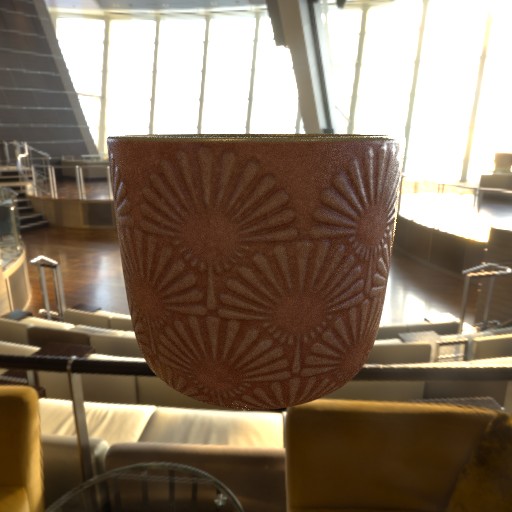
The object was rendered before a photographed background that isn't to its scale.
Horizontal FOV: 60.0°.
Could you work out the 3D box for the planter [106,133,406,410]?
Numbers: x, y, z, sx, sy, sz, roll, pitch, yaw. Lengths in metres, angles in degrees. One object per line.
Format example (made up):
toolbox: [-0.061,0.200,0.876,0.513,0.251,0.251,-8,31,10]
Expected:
planter: [0.000,0.000,0.207,0.124,0.109,0.124,0,16,0]
